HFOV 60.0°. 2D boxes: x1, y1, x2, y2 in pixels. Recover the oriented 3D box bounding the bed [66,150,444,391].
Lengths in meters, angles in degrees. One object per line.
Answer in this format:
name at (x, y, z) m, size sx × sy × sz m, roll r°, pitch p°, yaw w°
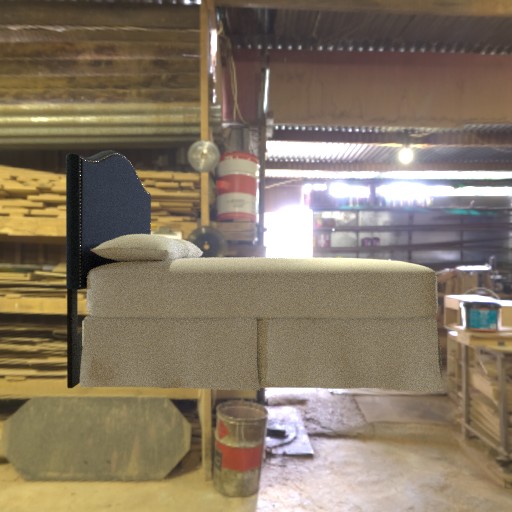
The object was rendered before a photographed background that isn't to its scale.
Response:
bed at (0.000, 0.000, 3.269) m, size 2.153 × 1.518 × 1.713 m, roll 0°, pitch 0°, yaw 1°
